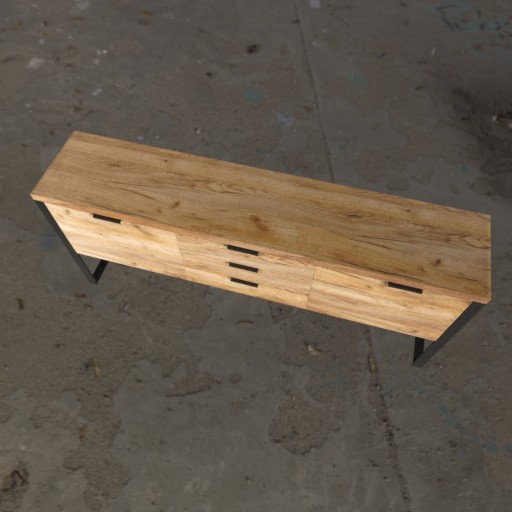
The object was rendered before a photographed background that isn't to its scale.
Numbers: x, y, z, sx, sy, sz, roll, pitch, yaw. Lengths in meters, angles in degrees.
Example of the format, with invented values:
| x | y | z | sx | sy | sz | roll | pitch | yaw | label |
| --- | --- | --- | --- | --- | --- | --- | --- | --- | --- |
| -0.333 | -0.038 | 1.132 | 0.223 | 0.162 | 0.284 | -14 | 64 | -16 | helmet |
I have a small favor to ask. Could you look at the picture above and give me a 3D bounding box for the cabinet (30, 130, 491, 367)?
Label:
| x | y | z | sx | sy | sz | roll | pitch | yaw | label |
| --- | --- | --- | --- | --- | --- | --- | --- | --- | --- |
| 0.000 | 0.000 | 2.090 | 1.800 | 0.762 | 0.395 | 13 | 59 | 8 | cabinet |
